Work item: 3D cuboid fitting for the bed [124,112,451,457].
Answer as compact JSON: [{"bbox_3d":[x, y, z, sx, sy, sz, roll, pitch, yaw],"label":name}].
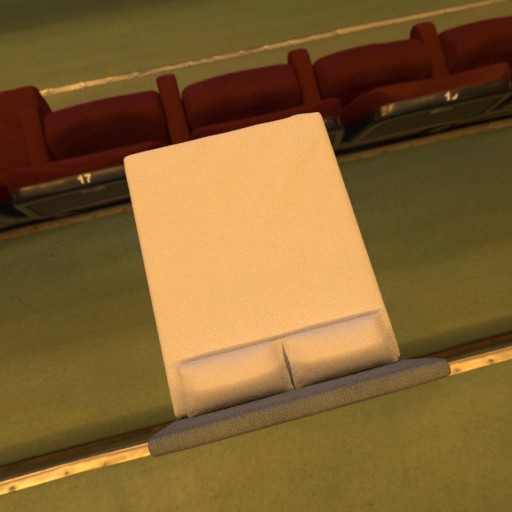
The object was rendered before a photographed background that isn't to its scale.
[{"bbox_3d":[0.000,0.000,3.177,1.713,1.330,2.142,-14,76,-4],"label":"bed"}]
